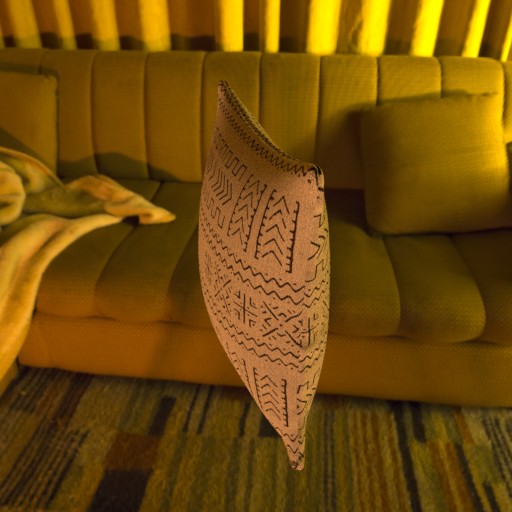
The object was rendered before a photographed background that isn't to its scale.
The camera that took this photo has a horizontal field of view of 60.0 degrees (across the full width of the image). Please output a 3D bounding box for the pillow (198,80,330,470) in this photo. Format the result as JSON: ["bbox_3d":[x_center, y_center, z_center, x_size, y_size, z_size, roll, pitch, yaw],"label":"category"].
[{"bbox_3d":[0.000,0.000,0.663,0.164,0.430,0.438,-8,32,-13],"label":"pillow"}]
